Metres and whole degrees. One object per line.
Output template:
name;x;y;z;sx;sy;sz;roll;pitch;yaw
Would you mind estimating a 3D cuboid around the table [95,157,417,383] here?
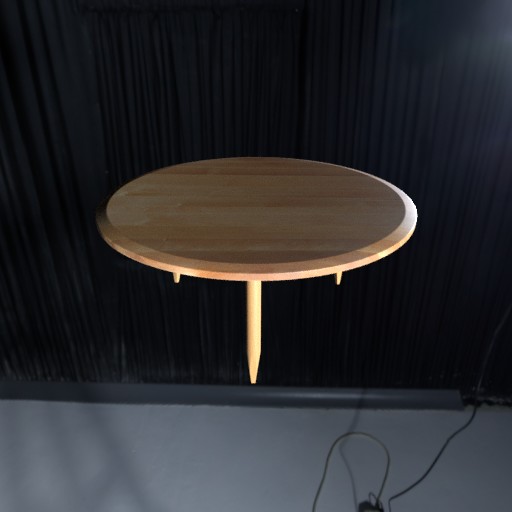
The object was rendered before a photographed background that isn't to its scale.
table;0.000;0.000;1.392;0.900;0.400;0.900;0;27;0
